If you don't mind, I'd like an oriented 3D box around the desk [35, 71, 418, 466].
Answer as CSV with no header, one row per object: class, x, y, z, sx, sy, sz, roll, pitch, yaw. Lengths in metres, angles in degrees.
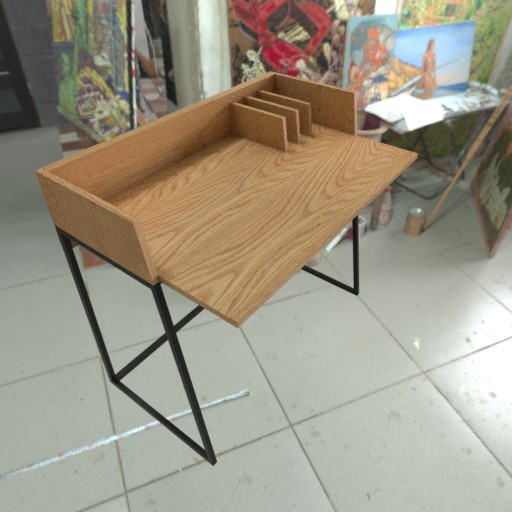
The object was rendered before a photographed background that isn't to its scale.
desk,0.000,0.000,1.845,0.769,1.061,1.191,26,46,28
